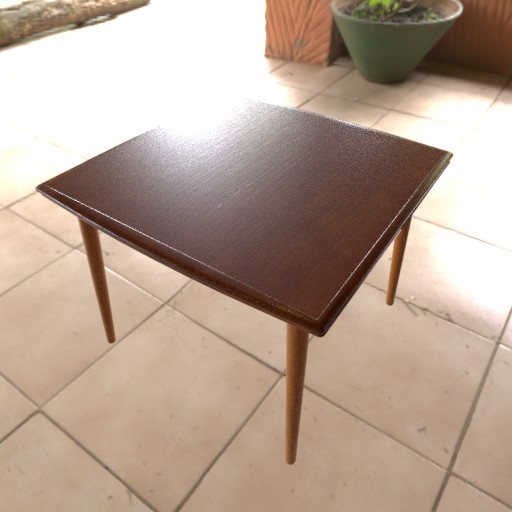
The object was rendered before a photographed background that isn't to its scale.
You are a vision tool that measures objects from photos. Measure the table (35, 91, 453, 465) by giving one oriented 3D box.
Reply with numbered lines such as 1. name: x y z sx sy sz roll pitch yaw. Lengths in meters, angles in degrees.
1. table: 0.000 0.000 1.672 0.991 0.754 0.991 24 47 25
